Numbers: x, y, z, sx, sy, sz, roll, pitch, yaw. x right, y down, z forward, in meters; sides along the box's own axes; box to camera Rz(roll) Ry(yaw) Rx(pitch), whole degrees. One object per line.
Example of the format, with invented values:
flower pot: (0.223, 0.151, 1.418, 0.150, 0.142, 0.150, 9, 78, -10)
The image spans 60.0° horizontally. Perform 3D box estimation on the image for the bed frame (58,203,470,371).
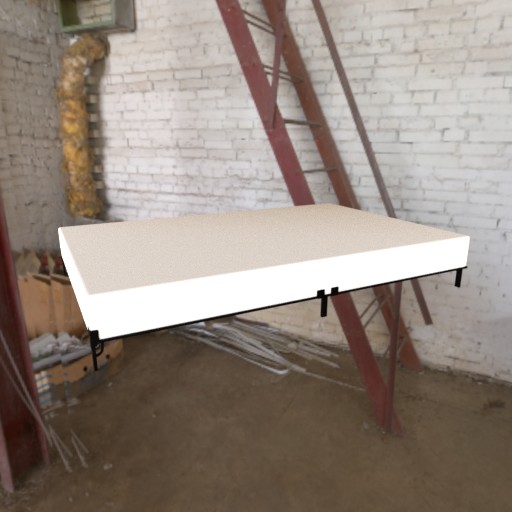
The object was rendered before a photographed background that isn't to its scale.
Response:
bed frame: (0.000, 0.000, 3.846, 2.987, 0.440, 1.930, -8, 18, -26)
